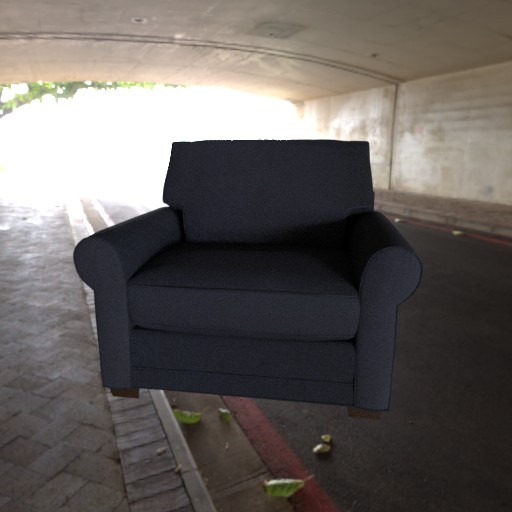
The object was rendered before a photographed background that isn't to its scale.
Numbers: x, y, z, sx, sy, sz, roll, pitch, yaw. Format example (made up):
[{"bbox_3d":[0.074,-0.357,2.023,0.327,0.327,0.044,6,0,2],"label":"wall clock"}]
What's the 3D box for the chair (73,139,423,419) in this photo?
[{"bbox_3d":[0.000,0.000,2.029,1.285,1.044,0.963,2,14,8],"label":"chair"}]
